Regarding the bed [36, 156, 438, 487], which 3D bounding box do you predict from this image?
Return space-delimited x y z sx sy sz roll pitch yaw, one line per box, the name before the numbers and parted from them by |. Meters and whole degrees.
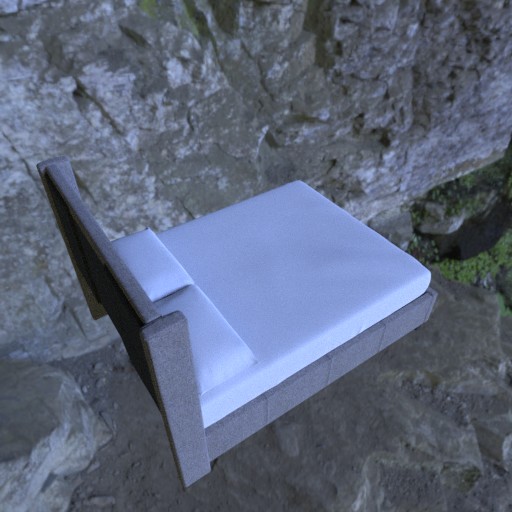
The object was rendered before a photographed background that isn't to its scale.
bed | 0.000 0.000 3.249 2.245 1.476 1.714 -24 47 -25
